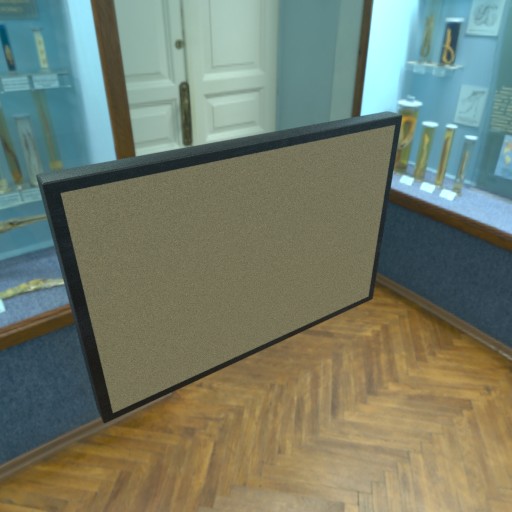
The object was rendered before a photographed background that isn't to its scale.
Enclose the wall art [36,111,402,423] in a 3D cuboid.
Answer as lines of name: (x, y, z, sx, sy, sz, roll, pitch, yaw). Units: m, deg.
wall art: (0.000, 0.000, 0.766, 0.610, 0.409, 0.038, -19, 35, -29)
